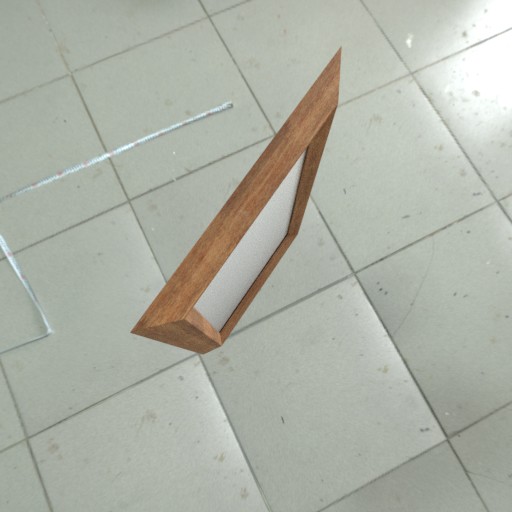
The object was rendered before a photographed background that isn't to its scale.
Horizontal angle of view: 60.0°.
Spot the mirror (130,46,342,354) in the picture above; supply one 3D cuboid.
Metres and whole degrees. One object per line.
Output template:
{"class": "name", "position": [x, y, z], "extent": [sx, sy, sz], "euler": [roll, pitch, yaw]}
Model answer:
{"class": "mirror", "position": [0.000, 0.000, 1.260], "extent": [0.047, 1.010, 0.651], "euler": [33, 78, 8]}
